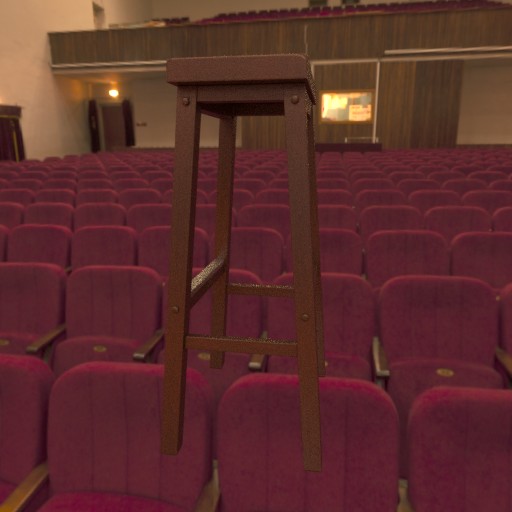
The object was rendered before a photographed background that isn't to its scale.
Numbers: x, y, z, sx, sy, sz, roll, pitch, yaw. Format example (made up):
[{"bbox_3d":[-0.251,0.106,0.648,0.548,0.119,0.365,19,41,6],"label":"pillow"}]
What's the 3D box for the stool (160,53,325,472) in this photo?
[{"bbox_3d":[0.000,0.000,0.978,0.322,0.742,0.406,2,13,9],"label":"stool"}]
